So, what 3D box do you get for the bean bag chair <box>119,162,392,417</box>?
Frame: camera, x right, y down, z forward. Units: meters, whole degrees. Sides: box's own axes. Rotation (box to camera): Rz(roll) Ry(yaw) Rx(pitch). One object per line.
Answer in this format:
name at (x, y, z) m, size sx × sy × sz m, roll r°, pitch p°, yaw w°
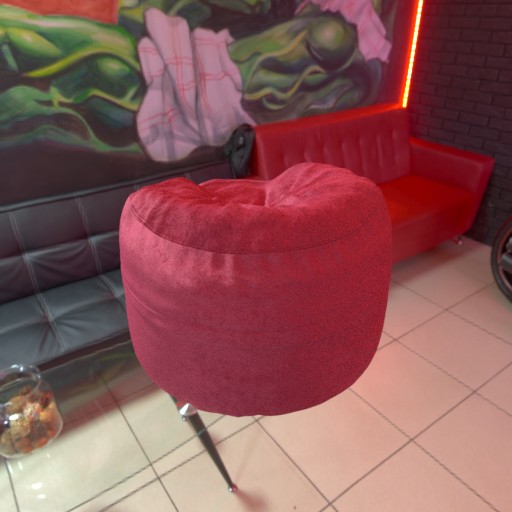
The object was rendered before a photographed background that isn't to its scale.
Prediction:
bean bag chair at (0.000, 0.000, 2.031) m, size 1.218 × 0.788 × 1.218 m, roll 0°, pitch 29°, yaw 0°
